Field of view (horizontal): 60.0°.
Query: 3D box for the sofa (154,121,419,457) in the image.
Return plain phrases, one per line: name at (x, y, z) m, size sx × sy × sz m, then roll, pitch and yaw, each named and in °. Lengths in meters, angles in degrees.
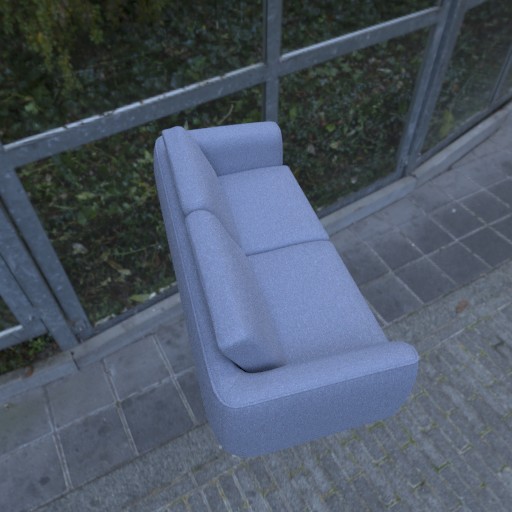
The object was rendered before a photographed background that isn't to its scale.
sofa at (0.000, 0.000, 2.544) m, size 0.920 × 0.870 × 2.000 m, roll -12°, pitch 48°, yaw -11°
